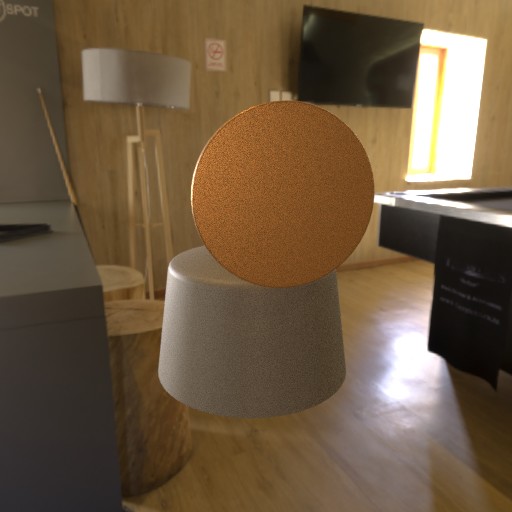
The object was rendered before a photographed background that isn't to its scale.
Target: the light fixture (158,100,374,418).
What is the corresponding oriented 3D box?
[{"bbox_3d":[0.000,0.000,0.435,0.204,0.268,0.254,-2,15,-9],"label":"light fixture"}]
